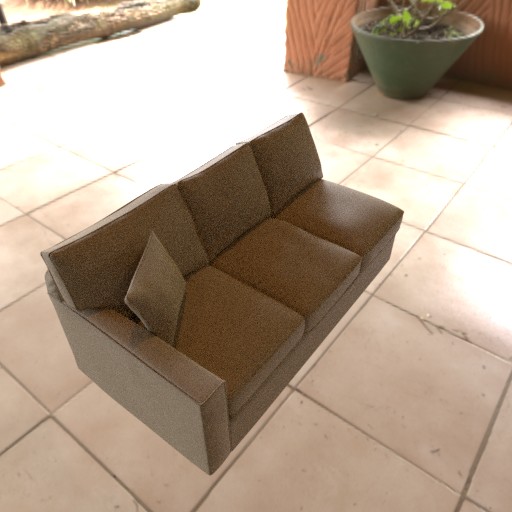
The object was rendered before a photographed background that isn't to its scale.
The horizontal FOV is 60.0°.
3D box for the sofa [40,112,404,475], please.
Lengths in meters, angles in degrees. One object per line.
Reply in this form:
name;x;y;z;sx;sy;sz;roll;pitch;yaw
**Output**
sofa;0.000;0.000;2.556;1.034;0.946;1.962;26;46;28
